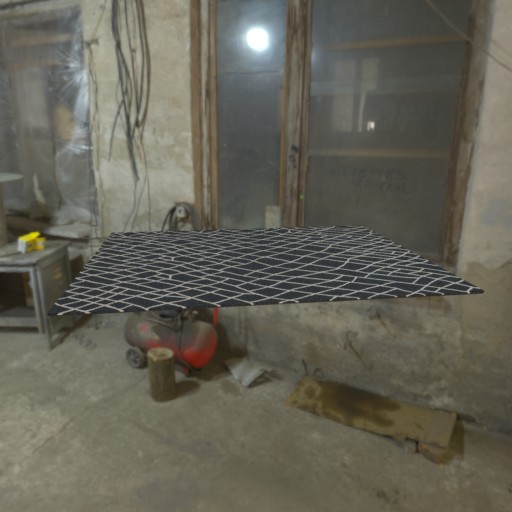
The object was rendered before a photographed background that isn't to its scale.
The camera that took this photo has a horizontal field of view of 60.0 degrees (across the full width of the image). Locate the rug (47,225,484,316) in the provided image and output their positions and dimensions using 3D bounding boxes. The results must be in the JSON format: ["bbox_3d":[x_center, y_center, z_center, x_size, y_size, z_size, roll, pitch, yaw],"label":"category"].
[{"bbox_3d":[0.000,0.000,4.185,3.047,0.022,2.439,-2,16,-8],"label":"rug"}]
